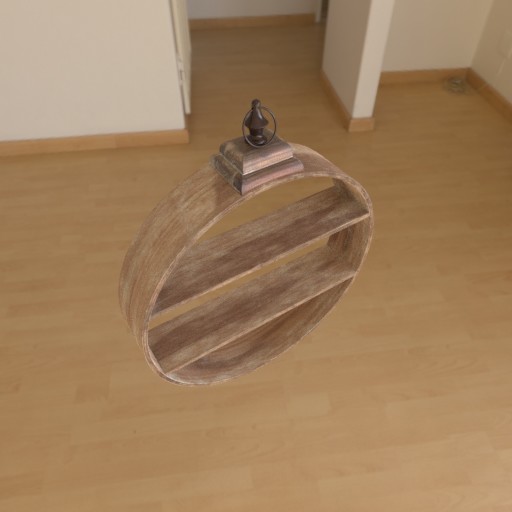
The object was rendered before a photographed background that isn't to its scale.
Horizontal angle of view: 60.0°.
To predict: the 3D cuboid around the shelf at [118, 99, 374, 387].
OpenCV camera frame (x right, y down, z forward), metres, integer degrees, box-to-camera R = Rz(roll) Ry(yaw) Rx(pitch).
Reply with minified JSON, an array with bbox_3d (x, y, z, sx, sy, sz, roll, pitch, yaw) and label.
[{"bbox_3d":[0.000,0.000,0.979,0.601,0.725,0.125,-25,50,-22],"label":"shelf"}]
